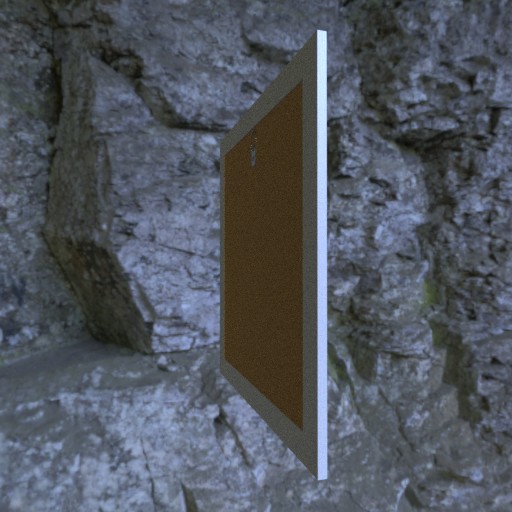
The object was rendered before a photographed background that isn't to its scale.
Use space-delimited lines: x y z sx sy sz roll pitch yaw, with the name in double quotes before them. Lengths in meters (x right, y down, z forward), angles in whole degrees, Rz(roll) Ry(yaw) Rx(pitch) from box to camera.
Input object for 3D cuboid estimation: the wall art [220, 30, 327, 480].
"wall art" 0.000 0.000 0.842 0.015 0.577 0.572 0 -1 -17
